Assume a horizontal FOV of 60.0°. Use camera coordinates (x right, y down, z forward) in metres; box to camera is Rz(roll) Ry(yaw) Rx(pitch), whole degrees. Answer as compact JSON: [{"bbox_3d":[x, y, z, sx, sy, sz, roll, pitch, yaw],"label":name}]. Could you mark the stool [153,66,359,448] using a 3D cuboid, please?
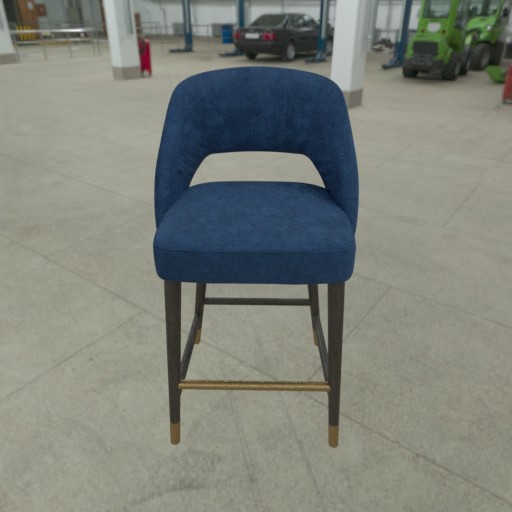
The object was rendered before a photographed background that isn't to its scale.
[{"bbox_3d":[0.000,0.000,1.231,0.536,0.925,0.524,1,29,1],"label":"stool"}]
